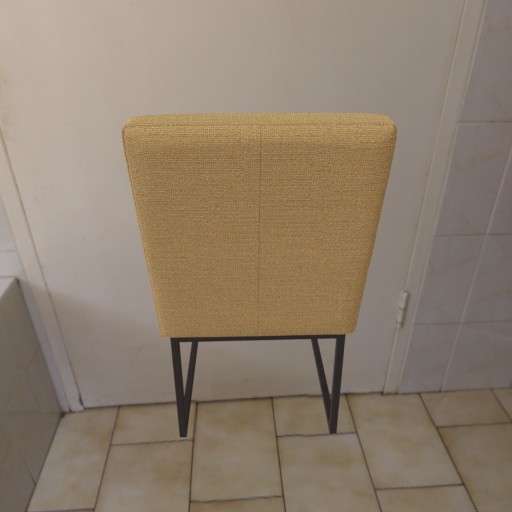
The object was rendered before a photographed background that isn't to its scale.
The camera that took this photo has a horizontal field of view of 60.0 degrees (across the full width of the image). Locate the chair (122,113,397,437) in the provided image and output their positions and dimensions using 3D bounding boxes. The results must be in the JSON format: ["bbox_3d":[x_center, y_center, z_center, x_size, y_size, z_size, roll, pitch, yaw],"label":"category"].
[{"bbox_3d":[0.000,0.000,1.291,0.520,0.930,0.634,-1,31,-1],"label":"chair"}]
